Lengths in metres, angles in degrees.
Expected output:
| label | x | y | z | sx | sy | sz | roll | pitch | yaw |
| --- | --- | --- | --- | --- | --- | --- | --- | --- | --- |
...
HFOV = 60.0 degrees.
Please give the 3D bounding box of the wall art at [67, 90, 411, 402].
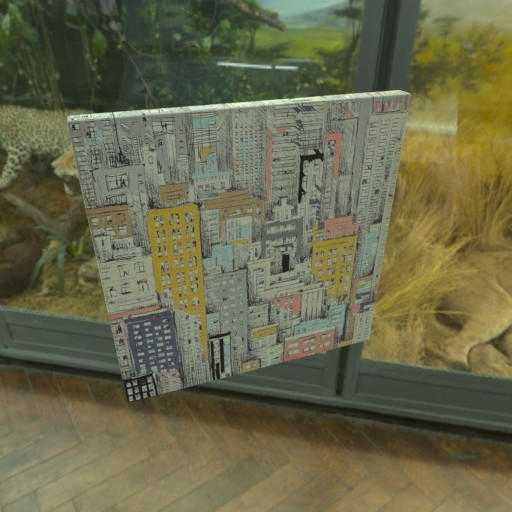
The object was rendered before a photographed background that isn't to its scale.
| label | x | y | z | sx | sy | sz | roll | pitch | yaw |
| --- | --- | --- | --- | --- | --- | --- | --- | --- | --- |
| wall art | 0.000 | 0.000 | 1.144 | 0.761 | 0.762 | 0.048 | -10 | 33 | -17 |
